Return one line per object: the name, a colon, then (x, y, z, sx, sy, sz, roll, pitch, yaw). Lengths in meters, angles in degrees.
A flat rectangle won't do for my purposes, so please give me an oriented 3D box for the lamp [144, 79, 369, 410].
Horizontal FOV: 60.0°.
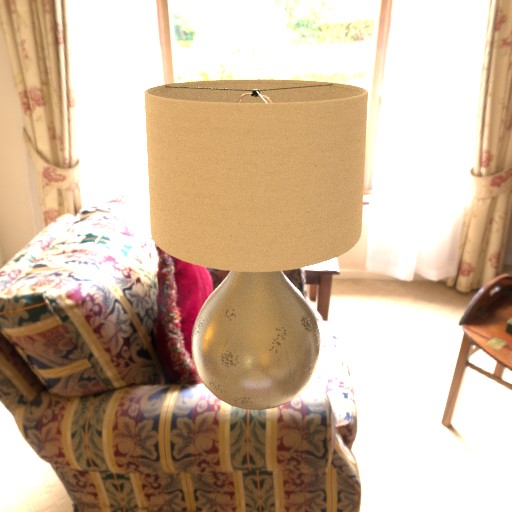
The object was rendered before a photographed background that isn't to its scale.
lamp: (0.000, 0.000, 0.734, 0.330, 0.521, 0.330, 0, 26, 0)
